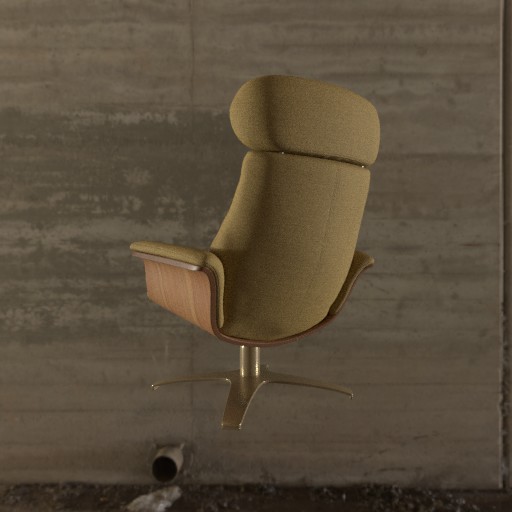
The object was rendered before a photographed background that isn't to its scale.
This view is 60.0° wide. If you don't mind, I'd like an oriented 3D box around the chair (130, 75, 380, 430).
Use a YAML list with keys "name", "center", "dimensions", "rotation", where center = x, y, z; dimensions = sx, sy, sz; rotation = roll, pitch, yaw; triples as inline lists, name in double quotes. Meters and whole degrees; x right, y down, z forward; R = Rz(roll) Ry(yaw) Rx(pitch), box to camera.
- name: "chair"
  center: [0.000, 0.000, 1.587]
  dimensions: [0.785, 0.995, 0.837]
  rotation: [0, 0, -36]
